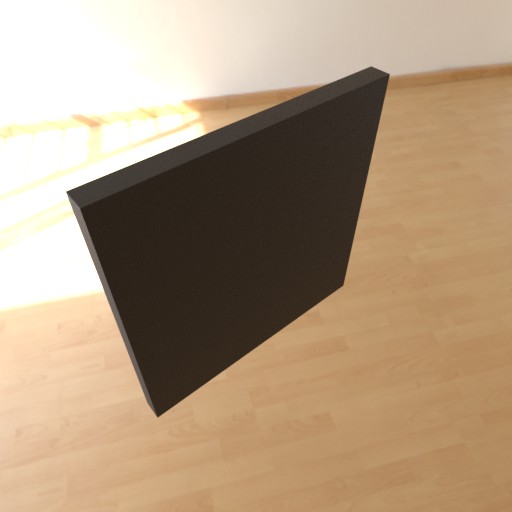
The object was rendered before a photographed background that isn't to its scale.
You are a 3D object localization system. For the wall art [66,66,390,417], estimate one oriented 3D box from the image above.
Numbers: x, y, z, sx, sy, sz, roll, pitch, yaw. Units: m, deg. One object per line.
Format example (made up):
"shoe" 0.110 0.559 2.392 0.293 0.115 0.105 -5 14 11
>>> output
"wall art" 0.000 0.000 0.767 0.507 0.507 0.038 -31 53 -26
